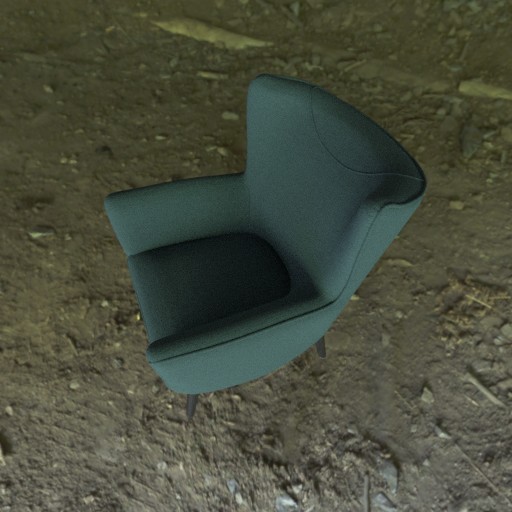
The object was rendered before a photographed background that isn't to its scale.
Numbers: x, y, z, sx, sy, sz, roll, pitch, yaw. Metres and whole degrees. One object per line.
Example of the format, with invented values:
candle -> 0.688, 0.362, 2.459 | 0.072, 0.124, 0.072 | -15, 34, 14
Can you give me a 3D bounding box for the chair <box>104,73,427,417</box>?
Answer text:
chair -> 0.000, 0.000, 1.558 | 0.888, 0.933, 0.781 | -17, 48, -15
